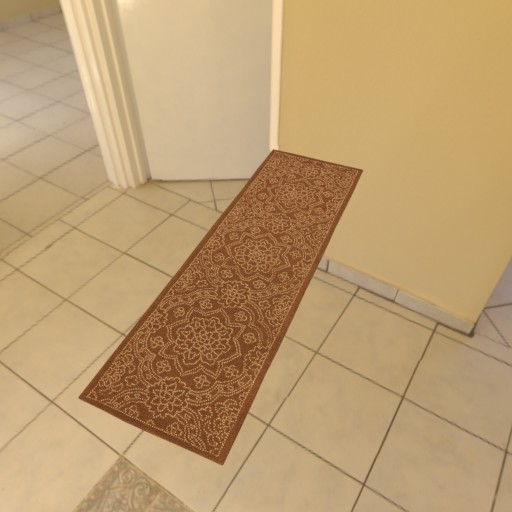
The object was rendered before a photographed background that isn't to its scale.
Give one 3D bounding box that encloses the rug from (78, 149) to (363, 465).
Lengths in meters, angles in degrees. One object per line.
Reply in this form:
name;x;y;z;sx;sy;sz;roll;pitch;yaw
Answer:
rug;0.000;0.000;2.778;0.769;0.012;2.448;17;47;17
